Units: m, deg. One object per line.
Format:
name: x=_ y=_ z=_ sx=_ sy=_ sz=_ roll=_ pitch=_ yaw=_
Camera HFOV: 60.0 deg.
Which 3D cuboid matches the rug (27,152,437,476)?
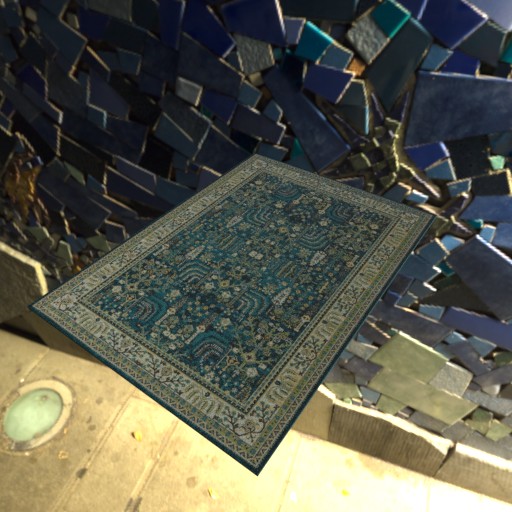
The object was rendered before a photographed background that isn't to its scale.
rug: x=0.000 y=0.000 z=2.828 sx=1.594 sy=0.013 sz=2.213 roll=25 pitch=47 yaw=26
